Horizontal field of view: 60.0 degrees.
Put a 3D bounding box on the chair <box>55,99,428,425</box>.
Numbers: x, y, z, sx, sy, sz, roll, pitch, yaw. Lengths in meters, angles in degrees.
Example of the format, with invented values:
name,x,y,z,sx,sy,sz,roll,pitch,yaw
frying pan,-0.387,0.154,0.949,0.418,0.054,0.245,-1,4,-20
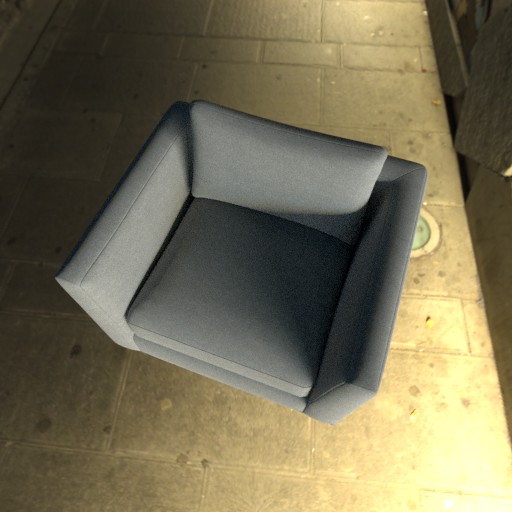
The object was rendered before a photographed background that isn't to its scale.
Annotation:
name,x,y,z,sx,sy,sz,roll,pitch,yaw
chair,0.000,0.000,1.712,1.041,0.864,0.889,18,61,10
